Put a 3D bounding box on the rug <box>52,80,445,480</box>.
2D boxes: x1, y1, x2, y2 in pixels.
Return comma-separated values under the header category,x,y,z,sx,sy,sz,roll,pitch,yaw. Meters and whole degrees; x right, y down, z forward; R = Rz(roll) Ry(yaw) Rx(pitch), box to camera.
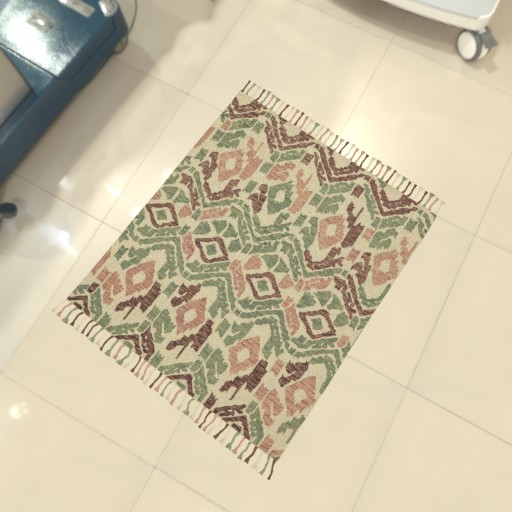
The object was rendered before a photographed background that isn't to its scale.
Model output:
category,x,y,z,sx,sy,sz,roll,pitch,yaw
rug,0.000,0.000,4.180,2.438,0.010,3.048,35,78,8
